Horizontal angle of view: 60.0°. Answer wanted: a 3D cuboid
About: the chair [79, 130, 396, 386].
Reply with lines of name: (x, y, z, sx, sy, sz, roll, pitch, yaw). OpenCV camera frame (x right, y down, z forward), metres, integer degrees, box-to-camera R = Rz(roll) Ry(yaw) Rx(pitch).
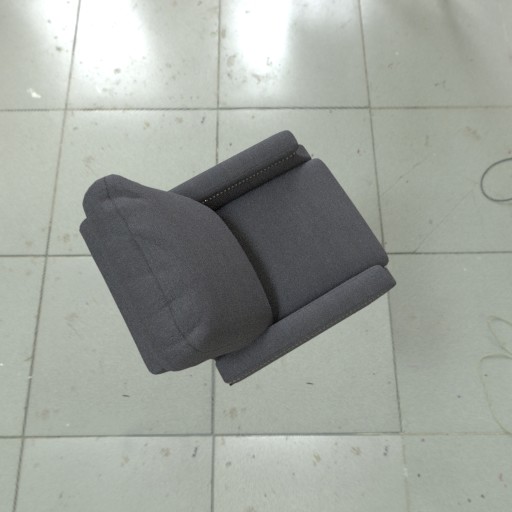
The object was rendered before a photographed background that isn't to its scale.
chair: (0.000, 0.000, 1.648, 0.922, 1.049, 0.710, -29, 76, -8)
